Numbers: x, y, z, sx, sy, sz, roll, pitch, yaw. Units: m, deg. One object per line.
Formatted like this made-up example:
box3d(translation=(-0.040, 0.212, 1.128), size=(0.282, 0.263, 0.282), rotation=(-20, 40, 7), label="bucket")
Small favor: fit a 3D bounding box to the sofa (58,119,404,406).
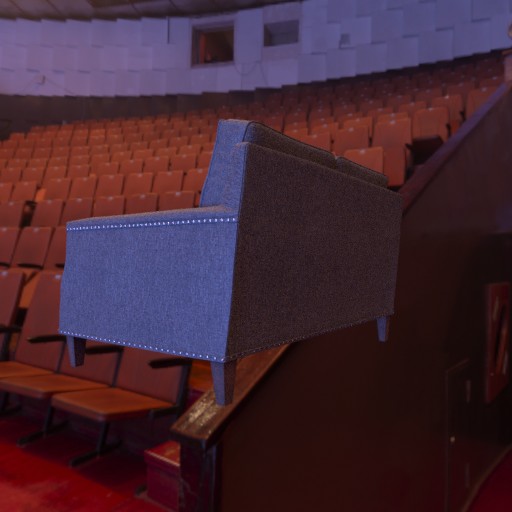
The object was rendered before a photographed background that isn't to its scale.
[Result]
box3d(translation=(0.000, 0.000, 2.315), size=(1.084, 1.003, 1.597), rotation=(0, 0, 37), label="sofa")
